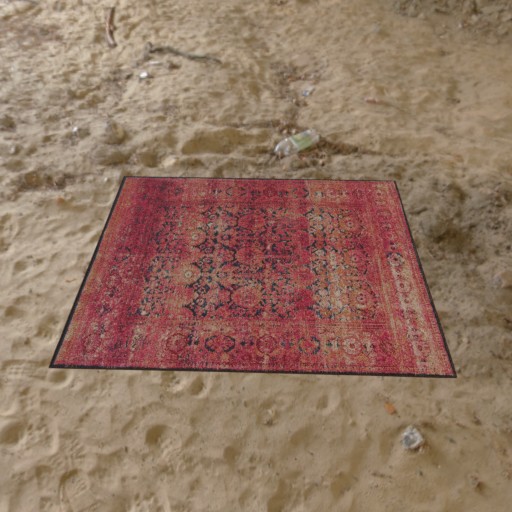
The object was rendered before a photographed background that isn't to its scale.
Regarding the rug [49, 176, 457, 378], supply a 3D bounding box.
[{"bbox_3d":[0.000,0.000,4.105,3.032,0.020,2.411,1,46,1],"label":"rug"}]
